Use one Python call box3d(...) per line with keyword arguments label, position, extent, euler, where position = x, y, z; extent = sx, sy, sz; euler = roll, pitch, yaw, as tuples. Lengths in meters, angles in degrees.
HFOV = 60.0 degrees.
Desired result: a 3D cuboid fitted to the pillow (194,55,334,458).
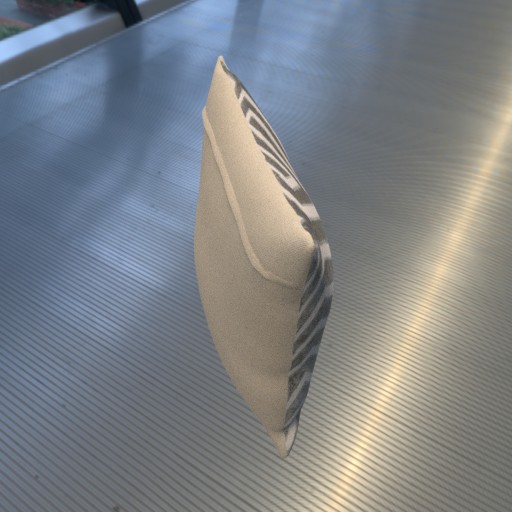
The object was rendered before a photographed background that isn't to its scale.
box3d(label="pillow", position=(0.000, 0.000, 0.665), extent=(0.182, 0.441, 0.440), euler=(-10, 46, -10))
